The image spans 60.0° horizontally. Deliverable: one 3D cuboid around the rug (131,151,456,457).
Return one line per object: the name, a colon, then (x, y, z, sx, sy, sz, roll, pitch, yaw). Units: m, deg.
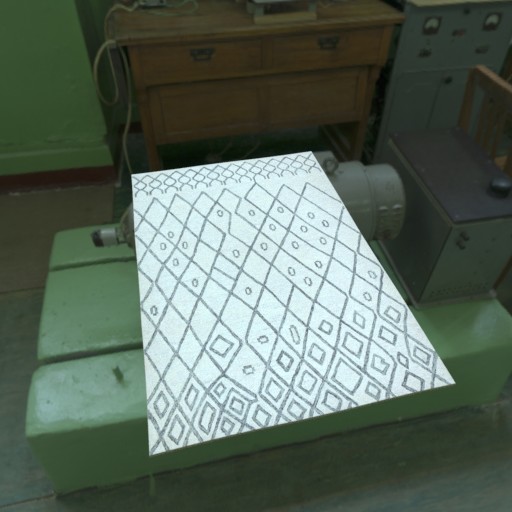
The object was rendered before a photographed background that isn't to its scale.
rug: (0.000, 0.000, 2.320, 1.222, 0.015, 1.828, -9, 45, -10)
